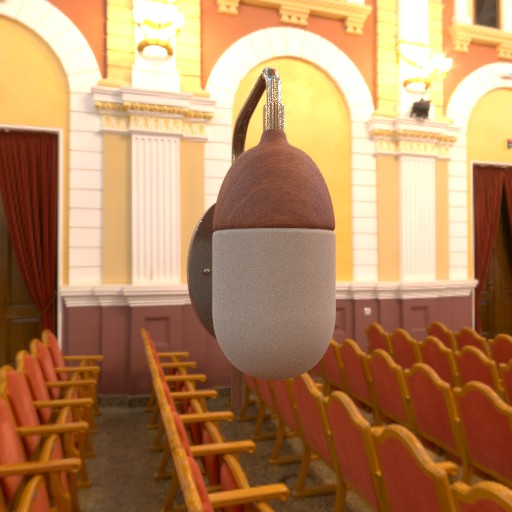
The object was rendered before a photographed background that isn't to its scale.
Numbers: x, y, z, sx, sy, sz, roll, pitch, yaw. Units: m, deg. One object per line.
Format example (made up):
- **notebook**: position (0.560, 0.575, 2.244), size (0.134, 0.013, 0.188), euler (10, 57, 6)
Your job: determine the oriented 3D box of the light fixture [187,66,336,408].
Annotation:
- **light fixture**: position (0.000, 0.000, 0.439), size (0.108, 0.343, 0.216), euler (0, 0, -17)
